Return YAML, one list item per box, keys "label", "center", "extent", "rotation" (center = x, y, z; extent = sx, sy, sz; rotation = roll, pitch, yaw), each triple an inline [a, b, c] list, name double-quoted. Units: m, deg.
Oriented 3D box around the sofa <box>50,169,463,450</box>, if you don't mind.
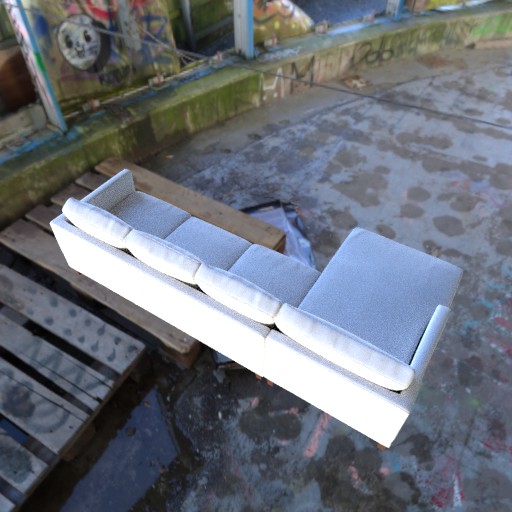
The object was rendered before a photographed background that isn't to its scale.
- label: "sofa"
  center: [0.000, 0.000, 3.859]
  extent: [3.186, 0.861, 1.625]
  rotation: [25, 52, 21]
